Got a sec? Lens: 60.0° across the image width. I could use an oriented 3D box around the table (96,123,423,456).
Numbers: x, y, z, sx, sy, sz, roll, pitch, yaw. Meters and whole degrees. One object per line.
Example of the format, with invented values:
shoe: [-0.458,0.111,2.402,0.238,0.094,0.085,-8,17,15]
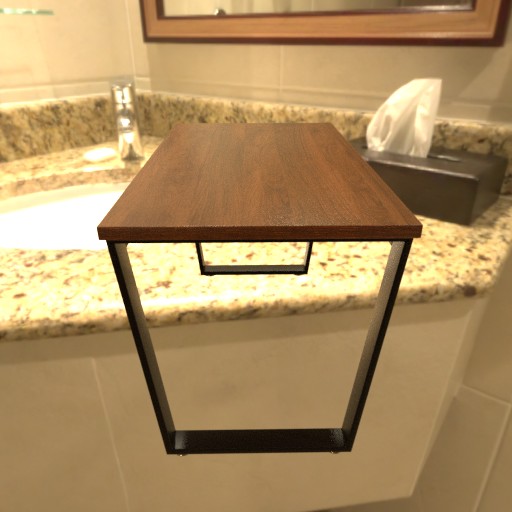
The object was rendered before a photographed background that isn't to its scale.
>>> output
table: [0.000,0.000,1.674,0.714,0.760,1.205,0,27,-1]
